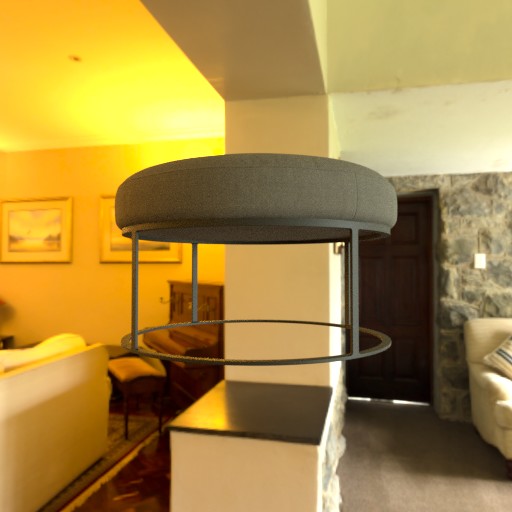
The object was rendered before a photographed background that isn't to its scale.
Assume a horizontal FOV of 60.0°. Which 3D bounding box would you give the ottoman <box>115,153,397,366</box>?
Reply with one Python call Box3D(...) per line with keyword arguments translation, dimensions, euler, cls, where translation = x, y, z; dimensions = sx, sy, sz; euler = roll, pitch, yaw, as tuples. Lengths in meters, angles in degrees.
Box3D(translation=(0.000, 0.000, 1.258), dimensions=(0.772, 0.460, 0.772), euler=(0, -2, 0), cls="ottoman")
